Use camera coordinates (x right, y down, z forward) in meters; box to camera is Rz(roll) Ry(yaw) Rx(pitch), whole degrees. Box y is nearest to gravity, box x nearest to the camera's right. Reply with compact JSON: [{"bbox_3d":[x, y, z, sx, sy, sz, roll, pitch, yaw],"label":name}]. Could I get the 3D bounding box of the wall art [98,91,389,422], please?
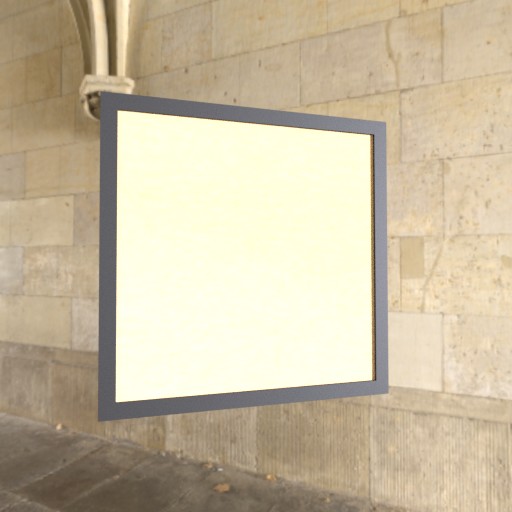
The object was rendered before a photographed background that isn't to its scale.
[{"bbox_3d":[0.000,0.000,0.534,0.356,0.356,0.013,0,-2,-17],"label":"wall art"}]
